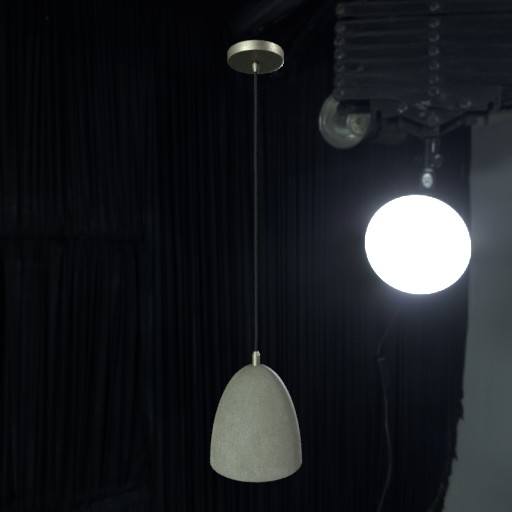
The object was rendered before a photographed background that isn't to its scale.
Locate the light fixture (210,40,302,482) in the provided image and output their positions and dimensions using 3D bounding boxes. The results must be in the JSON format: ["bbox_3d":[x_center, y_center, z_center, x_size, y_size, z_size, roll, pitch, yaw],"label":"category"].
[{"bbox_3d":[0.000,0.000,0.830,0.170,0.759,0.170,0,0,-37],"label":"light fixture"}]
